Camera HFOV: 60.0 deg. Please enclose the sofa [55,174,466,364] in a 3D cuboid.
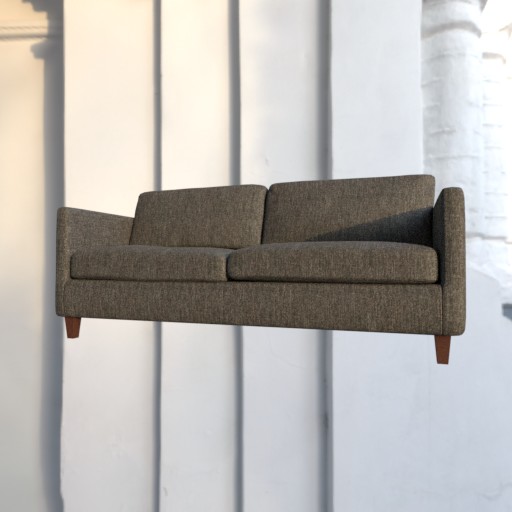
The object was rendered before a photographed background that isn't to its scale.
[{"bbox_3d":[0.000,0.000,2.658,2.208,0.960,0.948,0,-1,19],"label":"sofa"}]
